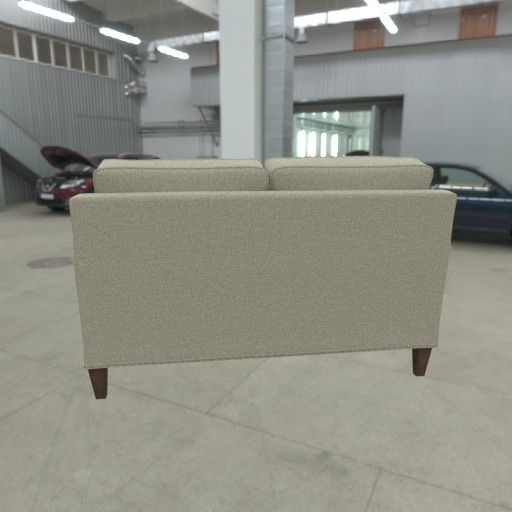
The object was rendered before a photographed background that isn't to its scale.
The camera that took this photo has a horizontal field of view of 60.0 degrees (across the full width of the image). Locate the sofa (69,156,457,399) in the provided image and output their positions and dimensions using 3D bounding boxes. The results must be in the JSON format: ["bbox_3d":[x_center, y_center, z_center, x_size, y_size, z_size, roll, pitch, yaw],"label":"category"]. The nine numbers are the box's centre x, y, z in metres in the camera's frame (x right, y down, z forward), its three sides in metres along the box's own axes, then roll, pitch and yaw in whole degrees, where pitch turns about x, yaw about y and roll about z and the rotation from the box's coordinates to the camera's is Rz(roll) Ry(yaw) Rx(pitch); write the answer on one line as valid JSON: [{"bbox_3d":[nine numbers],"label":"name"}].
[{"bbox_3d":[0.000,0.000,2.273,1.597,1.003,1.084,-2,13,-8],"label":"sofa"}]
